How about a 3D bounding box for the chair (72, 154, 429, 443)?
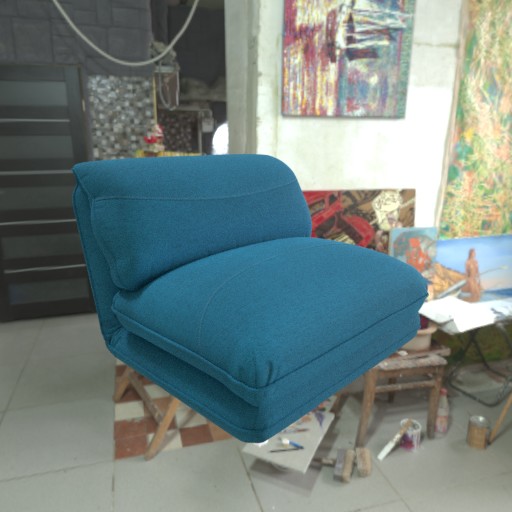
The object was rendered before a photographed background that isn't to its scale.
[{"bbox_3d":[0.000,0.000,1.342,0.780,0.580,0.820,14,20,42],"label":"chair"}]
